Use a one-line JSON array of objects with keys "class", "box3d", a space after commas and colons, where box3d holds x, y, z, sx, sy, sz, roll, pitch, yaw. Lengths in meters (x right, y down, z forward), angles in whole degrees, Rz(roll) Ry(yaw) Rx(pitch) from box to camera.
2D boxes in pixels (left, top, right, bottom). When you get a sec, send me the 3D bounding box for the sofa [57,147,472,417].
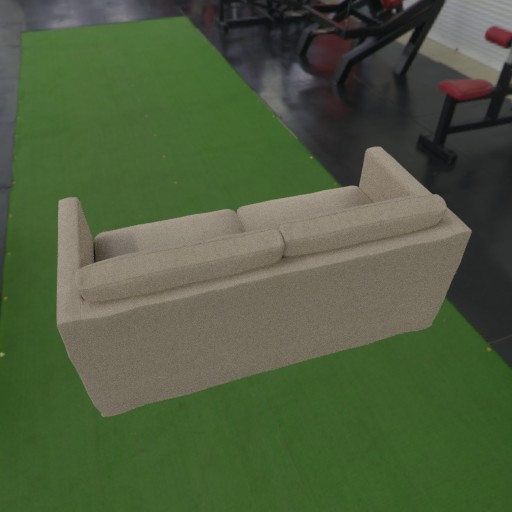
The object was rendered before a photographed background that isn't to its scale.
[{"class": "sofa", "box3d": [0.000, 0.000, 2.481, 1.987, 0.847, 0.956, -12, 43, -13]}]
